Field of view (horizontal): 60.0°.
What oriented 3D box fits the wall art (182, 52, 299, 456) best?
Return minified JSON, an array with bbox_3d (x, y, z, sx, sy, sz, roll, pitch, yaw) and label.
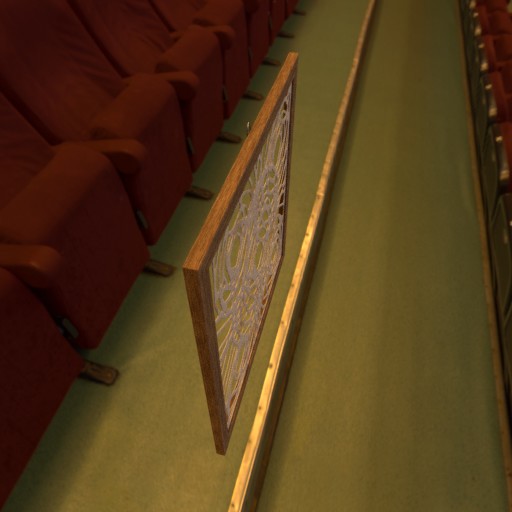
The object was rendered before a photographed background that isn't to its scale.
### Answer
[{"bbox_3d":[0.000,0.000,0.853,0.021,0.576,0.561,11,48,10],"label":"wall art"}]
